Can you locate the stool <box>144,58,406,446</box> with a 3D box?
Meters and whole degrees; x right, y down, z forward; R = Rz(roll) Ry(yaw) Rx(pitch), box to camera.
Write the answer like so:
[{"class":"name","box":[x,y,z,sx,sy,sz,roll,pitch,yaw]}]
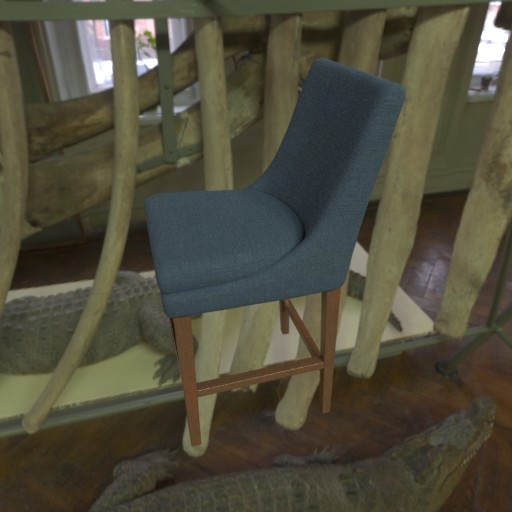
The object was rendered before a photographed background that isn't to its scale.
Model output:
[{"class":"stool","box":[0.000,0.000,1.272,0.577,0.981,0.470,-9,33,-14]}]
